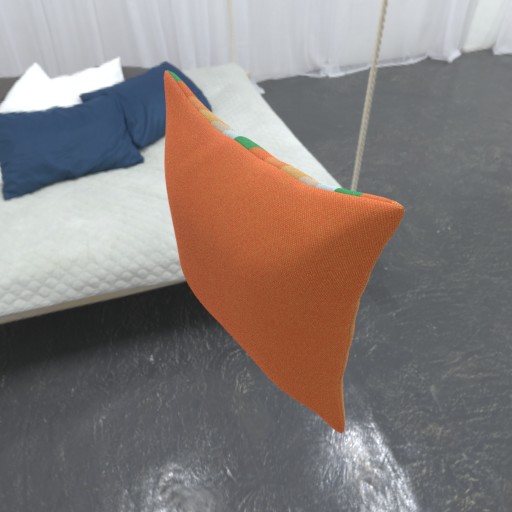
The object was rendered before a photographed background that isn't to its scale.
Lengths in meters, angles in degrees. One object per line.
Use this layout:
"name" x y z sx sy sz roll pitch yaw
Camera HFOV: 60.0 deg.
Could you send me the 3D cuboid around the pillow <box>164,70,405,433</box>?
"pillow" 0.000 0.000 0.694 0.169 0.444 0.453 -27 49 -27
